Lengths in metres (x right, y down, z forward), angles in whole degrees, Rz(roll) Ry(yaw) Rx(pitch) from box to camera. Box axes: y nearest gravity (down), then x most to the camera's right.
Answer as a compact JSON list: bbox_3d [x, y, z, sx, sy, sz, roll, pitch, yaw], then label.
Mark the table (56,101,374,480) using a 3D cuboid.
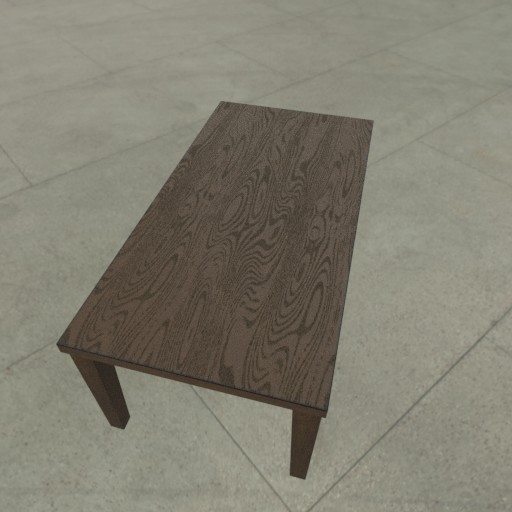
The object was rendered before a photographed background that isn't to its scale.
[{"bbox_3d":[0.000,0.000,2.494,1.016,0.762,1.981,11,47,10],"label":"table"}]
